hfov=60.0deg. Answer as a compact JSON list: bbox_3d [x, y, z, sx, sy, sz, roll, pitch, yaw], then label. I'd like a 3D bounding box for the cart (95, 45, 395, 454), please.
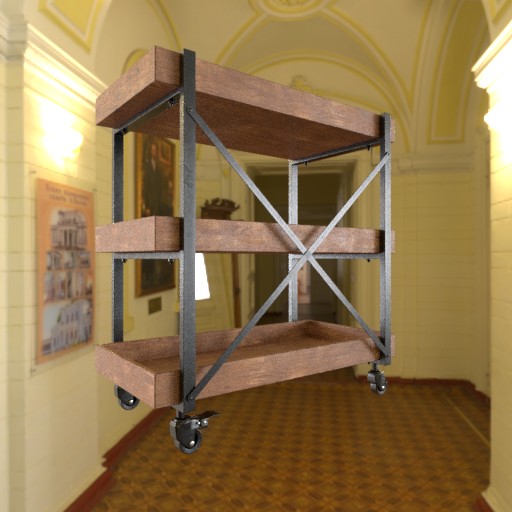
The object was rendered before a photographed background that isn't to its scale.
[{"bbox_3d":[0.000,0.000,1.208,0.750,0.800,0.411,0,0,-37],"label":"cart"}]
